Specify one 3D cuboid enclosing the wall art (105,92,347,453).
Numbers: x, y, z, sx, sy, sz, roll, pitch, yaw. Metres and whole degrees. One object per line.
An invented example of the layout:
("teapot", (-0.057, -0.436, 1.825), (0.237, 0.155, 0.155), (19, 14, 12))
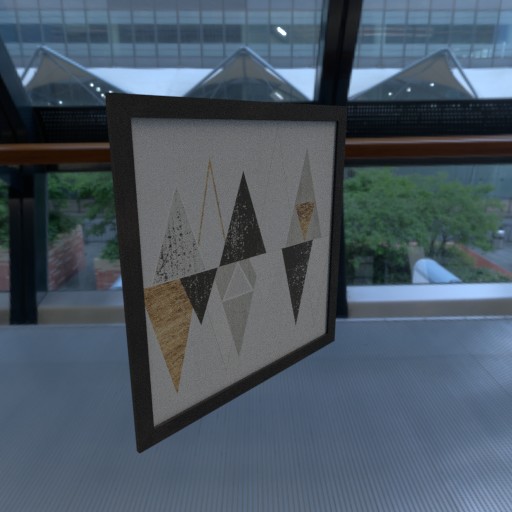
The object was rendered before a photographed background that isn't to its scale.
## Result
("wall art", (0.000, 0.000, 1.248), (0.013, 0.823, 0.823), (15, 22, 42))
